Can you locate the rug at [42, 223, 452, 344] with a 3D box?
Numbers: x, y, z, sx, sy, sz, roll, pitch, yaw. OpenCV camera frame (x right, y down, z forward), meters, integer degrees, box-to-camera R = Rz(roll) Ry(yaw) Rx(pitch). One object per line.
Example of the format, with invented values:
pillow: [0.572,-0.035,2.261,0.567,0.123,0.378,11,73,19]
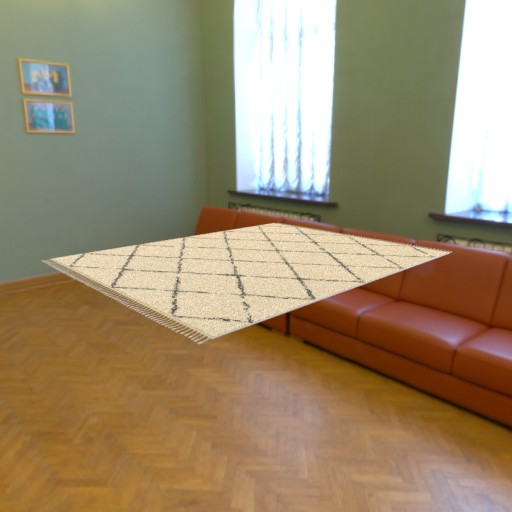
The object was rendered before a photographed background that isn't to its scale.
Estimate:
rug: [0.000,0.000,4.131,3.051,0.013,2.380,-13,18,-42]
